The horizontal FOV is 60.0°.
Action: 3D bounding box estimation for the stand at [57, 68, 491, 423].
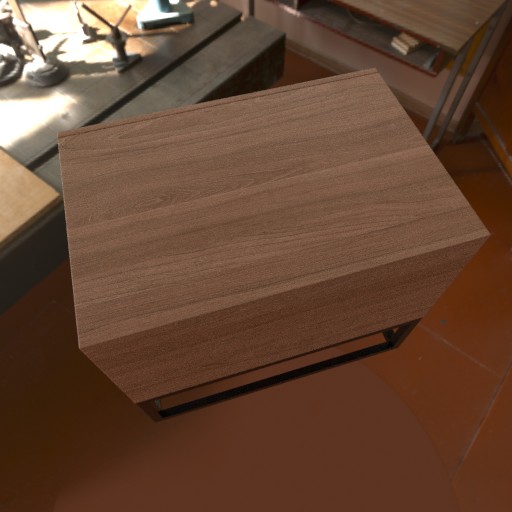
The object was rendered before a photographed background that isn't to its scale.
[{"bbox_3d":[0.000,0.000,0.928,0.600,0.500,0.420,-15,60,-9],"label":"stand"}]
